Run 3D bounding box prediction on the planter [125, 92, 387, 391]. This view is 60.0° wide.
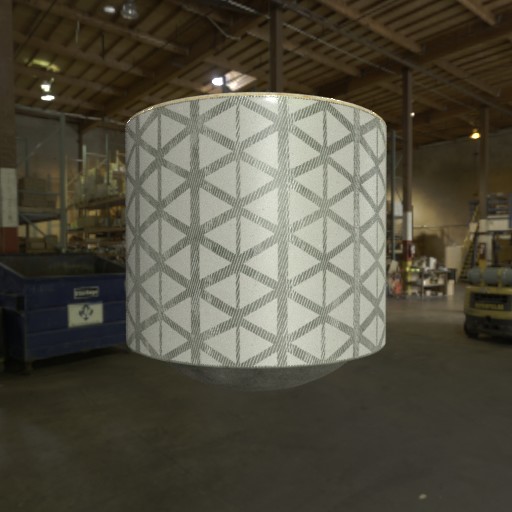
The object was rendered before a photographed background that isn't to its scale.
[{"bbox_3d":[0.000,0.000,0.337,0.190,0.181,0.190,0,1,0],"label":"planter"}]
